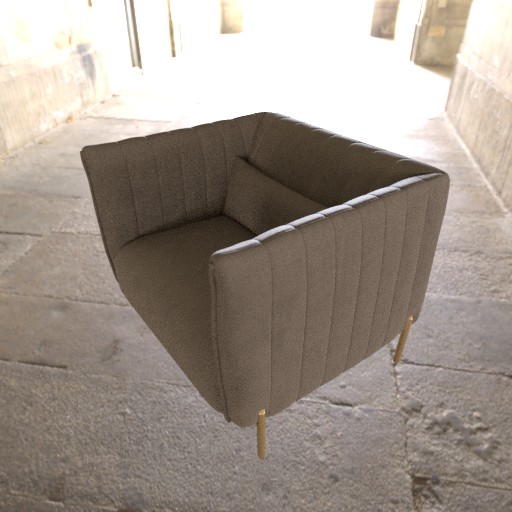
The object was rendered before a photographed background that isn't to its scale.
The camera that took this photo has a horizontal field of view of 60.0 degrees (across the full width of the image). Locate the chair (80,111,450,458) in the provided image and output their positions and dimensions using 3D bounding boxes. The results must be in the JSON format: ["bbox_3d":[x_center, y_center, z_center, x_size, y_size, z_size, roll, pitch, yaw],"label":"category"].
[{"bbox_3d":[0.000,0.000,1.644,0.873,0.779,0.981,-21,38,-30],"label":"chair"}]
